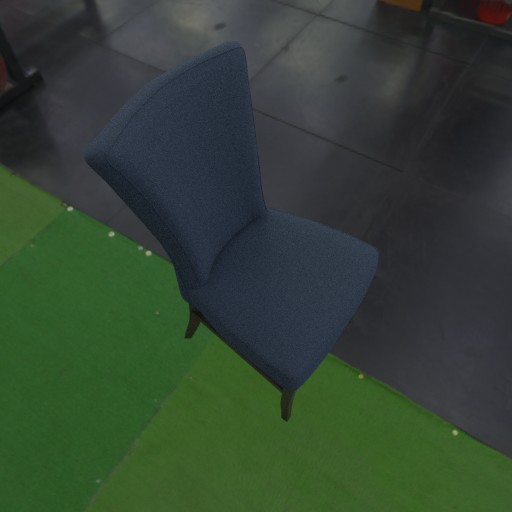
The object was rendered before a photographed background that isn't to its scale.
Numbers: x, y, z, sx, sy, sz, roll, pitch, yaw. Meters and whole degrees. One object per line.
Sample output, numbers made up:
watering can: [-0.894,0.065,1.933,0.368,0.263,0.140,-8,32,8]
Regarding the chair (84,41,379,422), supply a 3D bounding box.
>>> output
chair: [0.000,0.000,1.356,0.660,0.991,0.520,31,62,18]
